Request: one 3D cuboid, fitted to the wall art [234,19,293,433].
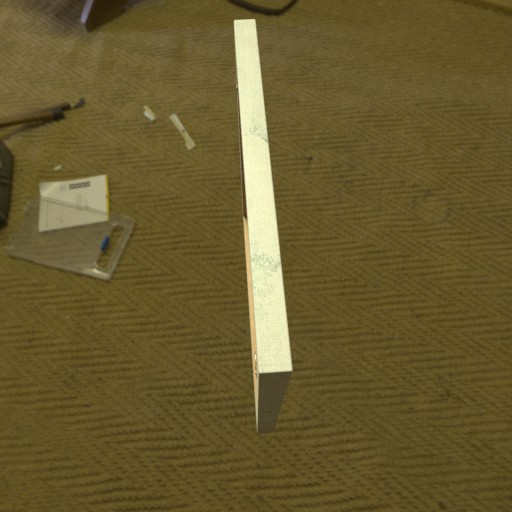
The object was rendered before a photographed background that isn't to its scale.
[{"bbox_3d":[0.000,0.000,0.901,0.040,0.612,0.612,-3,62,-2],"label":"wall art"}]
